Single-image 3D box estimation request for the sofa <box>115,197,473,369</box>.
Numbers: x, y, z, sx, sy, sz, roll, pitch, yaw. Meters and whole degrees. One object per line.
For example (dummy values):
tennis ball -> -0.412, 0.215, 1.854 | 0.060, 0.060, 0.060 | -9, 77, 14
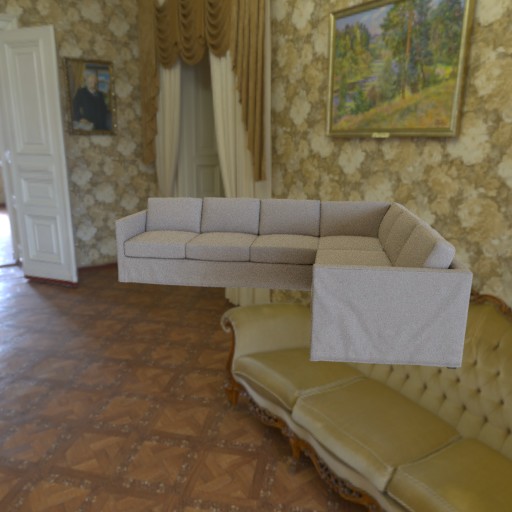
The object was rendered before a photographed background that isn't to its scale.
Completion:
sofa -> 0.000, 0.000, 4.250 | 3.182, 0.871, 2.432 | 2, 14, 9
